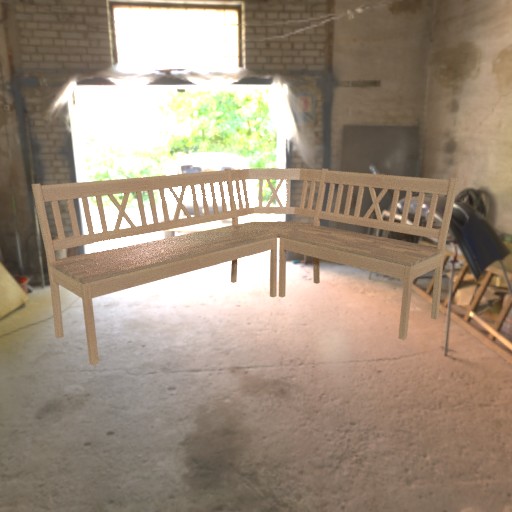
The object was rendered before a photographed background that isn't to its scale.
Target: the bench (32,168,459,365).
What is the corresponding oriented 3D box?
[{"bbox_3d":[0.000,0.000,2.679,1.937,0.902,1.537,-15,22,-43],"label":"bench"}]
